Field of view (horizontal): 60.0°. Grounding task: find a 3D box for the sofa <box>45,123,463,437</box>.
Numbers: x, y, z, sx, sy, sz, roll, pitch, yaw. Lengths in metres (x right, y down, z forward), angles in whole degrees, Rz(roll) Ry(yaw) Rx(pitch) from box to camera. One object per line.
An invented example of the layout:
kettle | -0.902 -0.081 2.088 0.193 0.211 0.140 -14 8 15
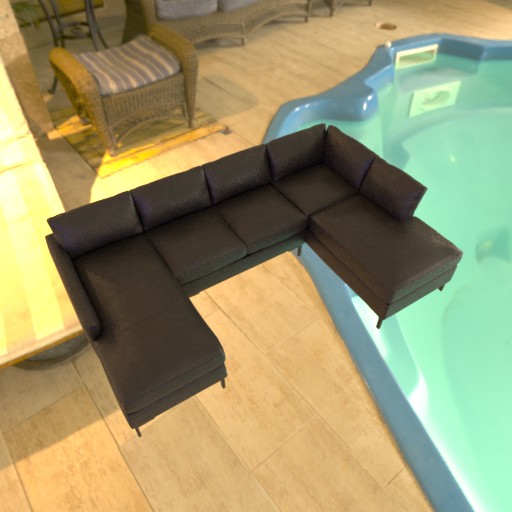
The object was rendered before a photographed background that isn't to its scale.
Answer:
sofa | 0.000 0.000 3.782 2.956 0.900 1.939 -24 51 -22
